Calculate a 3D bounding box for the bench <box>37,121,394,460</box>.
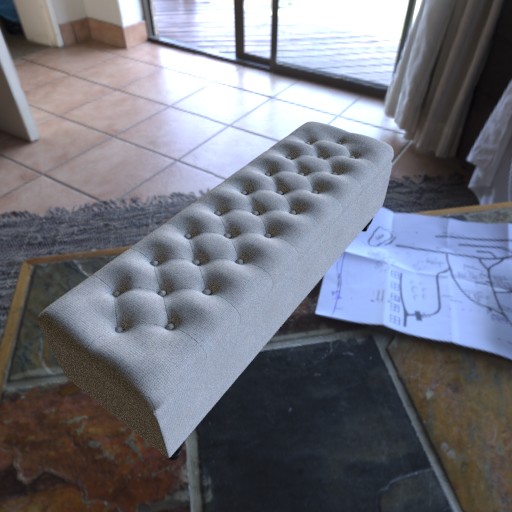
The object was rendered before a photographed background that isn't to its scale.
[{"bbox_3d":[0.000,0.000,1.689,0.455,0.467,1.480,25,48,25],"label":"bench"}]
